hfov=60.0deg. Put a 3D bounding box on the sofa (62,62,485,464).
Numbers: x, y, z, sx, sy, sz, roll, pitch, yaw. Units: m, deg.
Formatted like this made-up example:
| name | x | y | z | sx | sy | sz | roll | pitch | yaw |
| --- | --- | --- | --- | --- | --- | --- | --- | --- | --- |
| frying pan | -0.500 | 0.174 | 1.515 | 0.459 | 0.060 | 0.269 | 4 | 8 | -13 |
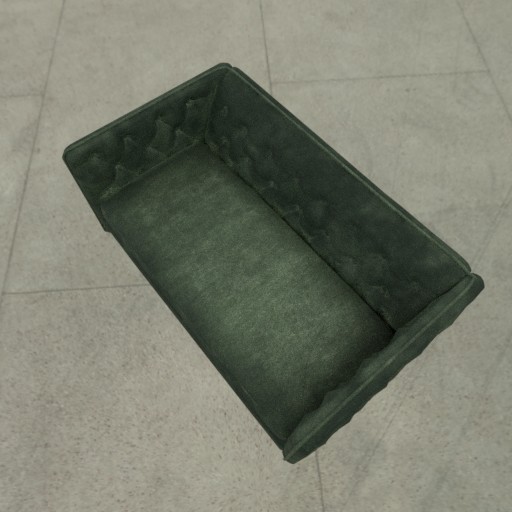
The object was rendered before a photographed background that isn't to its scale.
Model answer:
| name | x | y | z | sx | sy | sz | roll | pitch | yaw |
| --- | --- | --- | --- | --- | --- | --- | --- | --- | --- |
| sofa | 0.000 | 0.000 | 2.017 | 0.895 | 0.768 | 1.537 | -36 | 68 | -17 |
